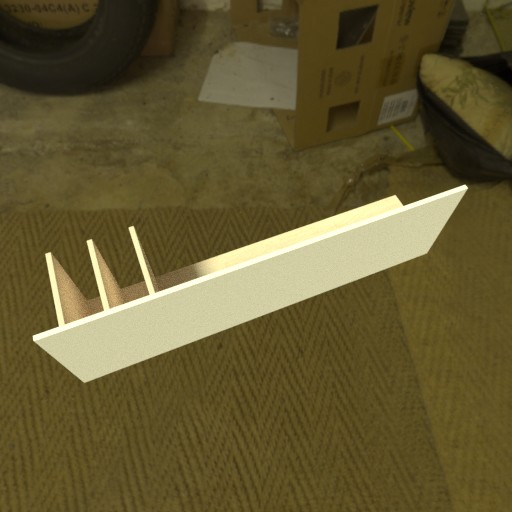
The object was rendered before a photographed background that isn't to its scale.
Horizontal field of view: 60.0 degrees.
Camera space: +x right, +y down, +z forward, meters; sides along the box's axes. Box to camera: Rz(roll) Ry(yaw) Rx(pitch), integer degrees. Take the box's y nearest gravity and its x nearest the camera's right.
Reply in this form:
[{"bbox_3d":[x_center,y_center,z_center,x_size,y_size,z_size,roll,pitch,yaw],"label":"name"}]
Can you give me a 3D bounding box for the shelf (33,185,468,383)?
[{"bbox_3d":[0.000,0.000,1.142,1.020,0.300,0.200,-19,61,-11],"label":"shelf"}]
